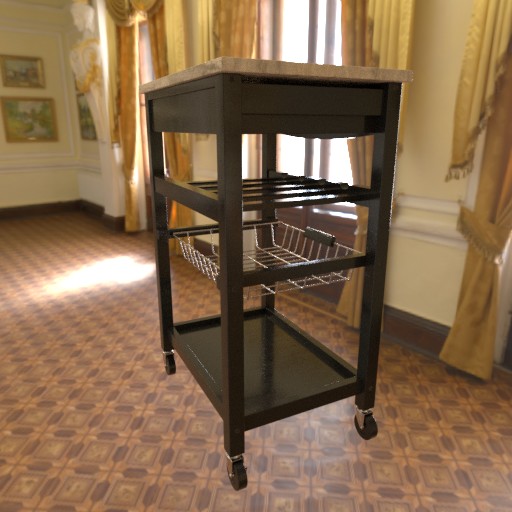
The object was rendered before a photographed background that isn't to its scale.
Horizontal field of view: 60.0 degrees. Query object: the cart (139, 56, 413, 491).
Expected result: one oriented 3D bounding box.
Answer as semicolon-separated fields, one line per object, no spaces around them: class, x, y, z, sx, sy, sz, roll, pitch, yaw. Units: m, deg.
cart;0.000;0.000;1.127;0.403;0.839;0.584;-8;18;-26
